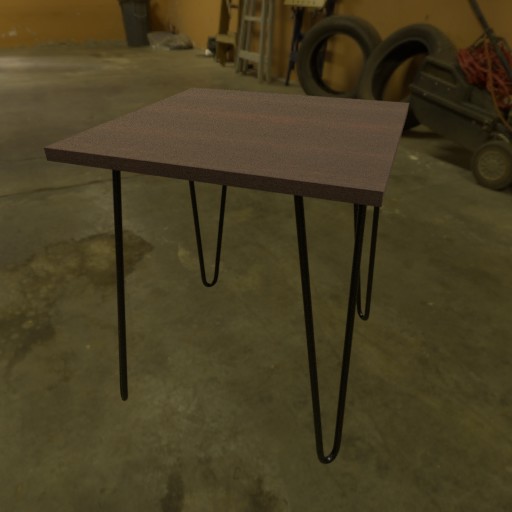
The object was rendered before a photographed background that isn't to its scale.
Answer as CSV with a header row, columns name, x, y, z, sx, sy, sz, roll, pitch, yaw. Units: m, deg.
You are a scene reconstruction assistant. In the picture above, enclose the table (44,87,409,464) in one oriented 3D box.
name,x,y,z,sx,sy,sz,roll,pitch,yaw
table,0.000,0.000,0.933,0.495,0.559,0.495,11,33,17
